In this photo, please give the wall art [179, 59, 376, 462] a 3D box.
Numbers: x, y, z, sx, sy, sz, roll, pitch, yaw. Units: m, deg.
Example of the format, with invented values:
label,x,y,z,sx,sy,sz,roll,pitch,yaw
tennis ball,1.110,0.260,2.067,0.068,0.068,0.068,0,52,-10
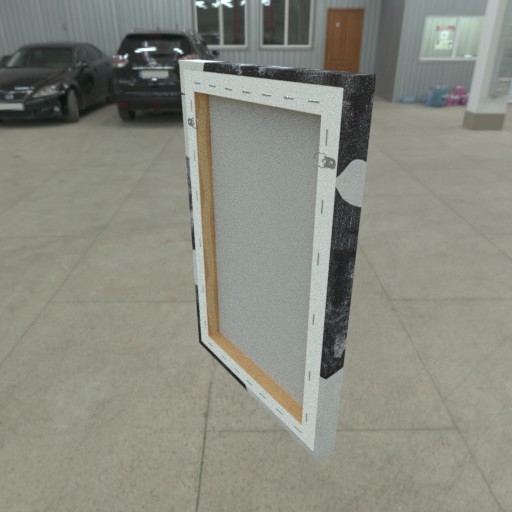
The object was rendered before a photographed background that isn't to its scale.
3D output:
label,x,y,z,sx,sy,sz,roll,pitch,yaw
wall art,0.000,0.000,0.772,0.039,0.610,0.407,-18,32,-32
